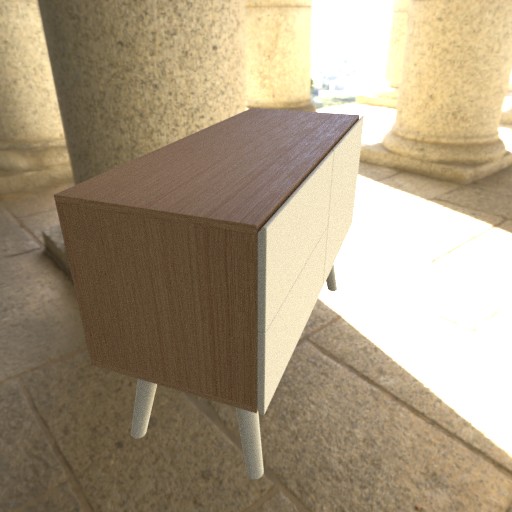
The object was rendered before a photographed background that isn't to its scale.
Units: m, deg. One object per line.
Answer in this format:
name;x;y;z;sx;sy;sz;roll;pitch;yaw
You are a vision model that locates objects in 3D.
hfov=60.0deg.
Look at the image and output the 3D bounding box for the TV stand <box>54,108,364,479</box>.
TV stand;0.000;0.000;1.297;0.407;0.660;0.991;10;29;18
